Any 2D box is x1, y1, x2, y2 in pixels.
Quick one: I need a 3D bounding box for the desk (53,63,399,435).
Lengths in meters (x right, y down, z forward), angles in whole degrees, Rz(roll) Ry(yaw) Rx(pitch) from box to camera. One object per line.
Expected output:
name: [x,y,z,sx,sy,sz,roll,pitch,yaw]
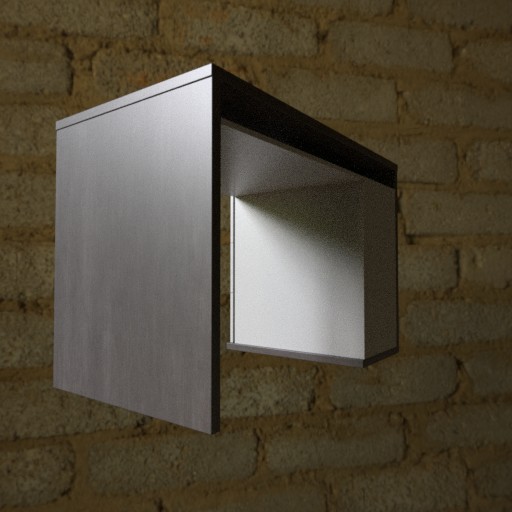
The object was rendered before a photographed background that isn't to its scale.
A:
desk: [0.000,0.000,1.509,0.600,0.750,1.100,-1,-2,37]
